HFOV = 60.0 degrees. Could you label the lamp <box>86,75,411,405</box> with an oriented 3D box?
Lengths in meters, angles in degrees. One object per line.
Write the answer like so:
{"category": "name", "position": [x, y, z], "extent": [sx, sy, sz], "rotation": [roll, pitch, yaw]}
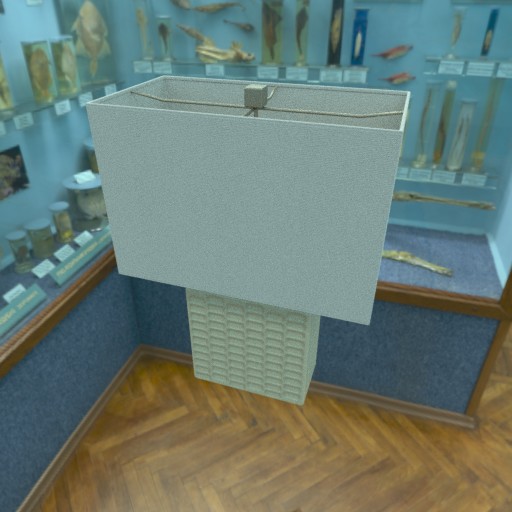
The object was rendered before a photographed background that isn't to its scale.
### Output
{"category": "lamp", "position": [0.000, 0.000, 0.707], "extent": [0.380, 0.515, 0.200], "rotation": [10, 33, 16]}
